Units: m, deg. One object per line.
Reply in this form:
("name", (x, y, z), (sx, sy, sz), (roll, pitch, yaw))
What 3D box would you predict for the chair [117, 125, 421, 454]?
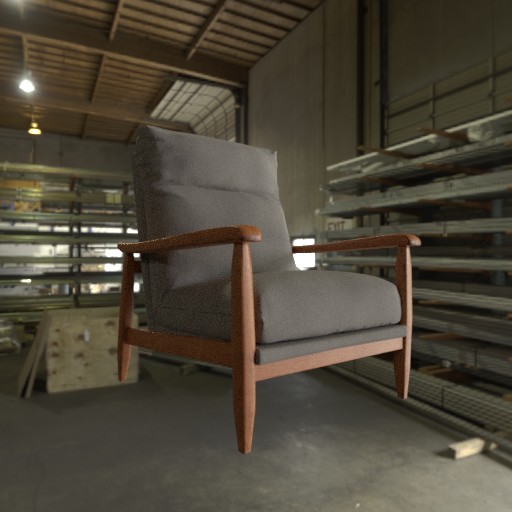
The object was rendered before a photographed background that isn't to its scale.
("chair", (0.000, 0.000, 1.528), (0.782, 0.922, 0.816), (0, 0, -38))
